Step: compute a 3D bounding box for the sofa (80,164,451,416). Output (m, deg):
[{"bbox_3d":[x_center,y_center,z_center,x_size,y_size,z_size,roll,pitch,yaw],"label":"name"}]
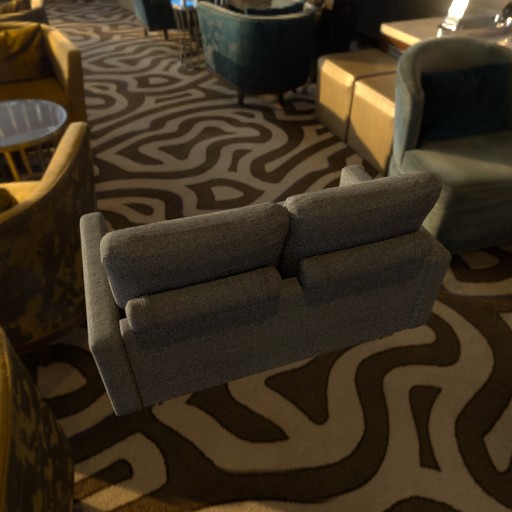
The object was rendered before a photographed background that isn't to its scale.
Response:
[{"bbox_3d":[0.000,0.000,1.949,1.407,0.907,0.842,-13,43,-14],"label":"sofa"}]
